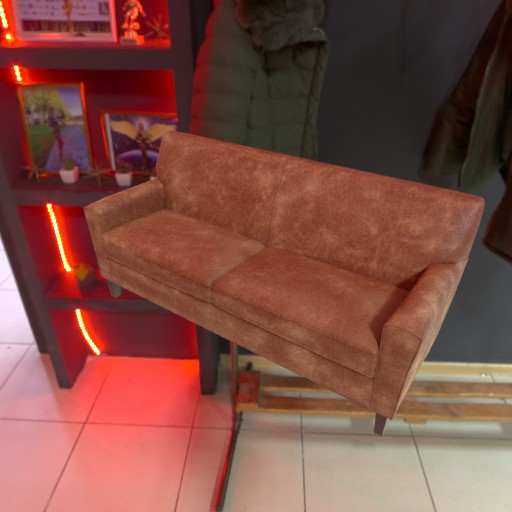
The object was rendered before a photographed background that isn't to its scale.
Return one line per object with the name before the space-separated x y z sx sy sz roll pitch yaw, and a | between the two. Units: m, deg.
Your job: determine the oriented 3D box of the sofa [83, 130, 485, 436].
sofa | 0.000 0.000 2.503 2.053 0.947 0.805 20 36 30
